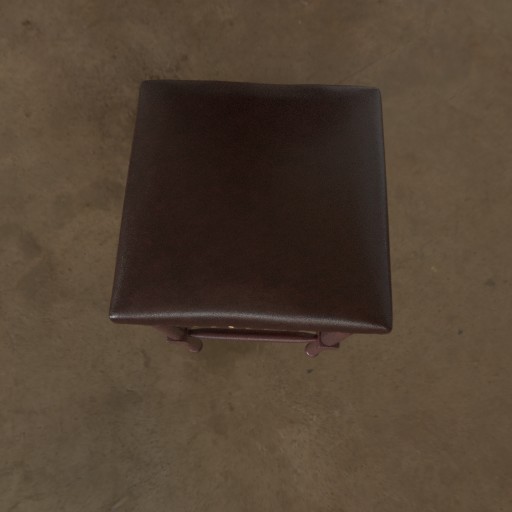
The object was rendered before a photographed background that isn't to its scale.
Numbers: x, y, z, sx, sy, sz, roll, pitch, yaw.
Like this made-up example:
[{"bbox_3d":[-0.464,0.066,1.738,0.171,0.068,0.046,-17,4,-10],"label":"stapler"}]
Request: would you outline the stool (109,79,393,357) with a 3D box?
[{"bbox_3d":[0.000,0.000,0.925,0.382,0.702,0.383,2,73,1],"label":"stool"}]
